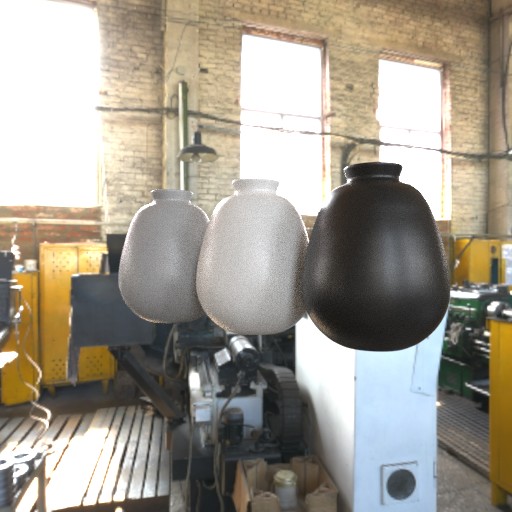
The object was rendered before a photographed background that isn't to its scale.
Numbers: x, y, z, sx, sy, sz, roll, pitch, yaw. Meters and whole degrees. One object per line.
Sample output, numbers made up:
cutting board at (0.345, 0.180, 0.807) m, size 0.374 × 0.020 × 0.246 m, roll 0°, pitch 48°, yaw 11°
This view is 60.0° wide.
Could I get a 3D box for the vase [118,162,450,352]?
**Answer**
vase at (0.000, 0.000, 0.364) m, size 0.297 × 0.122 × 0.097 m, roll 0°, pitch 0°, yaw 37°
